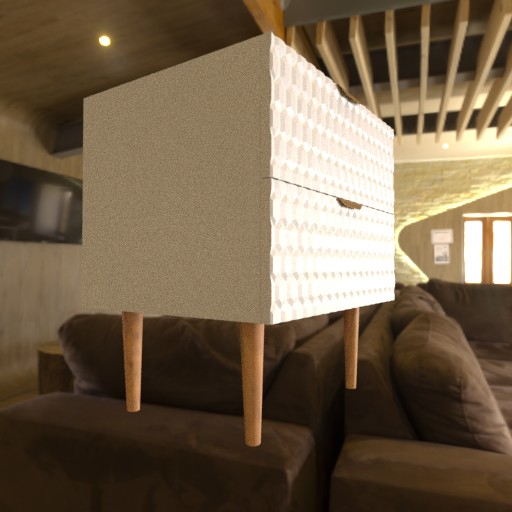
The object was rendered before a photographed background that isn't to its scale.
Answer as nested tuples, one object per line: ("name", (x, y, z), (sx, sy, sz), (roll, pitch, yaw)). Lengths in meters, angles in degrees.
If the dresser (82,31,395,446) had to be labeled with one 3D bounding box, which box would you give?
("dresser", (0.000, 0.000, 0.886), (0.414, 0.568, 0.503), (-1, -2, 35))
